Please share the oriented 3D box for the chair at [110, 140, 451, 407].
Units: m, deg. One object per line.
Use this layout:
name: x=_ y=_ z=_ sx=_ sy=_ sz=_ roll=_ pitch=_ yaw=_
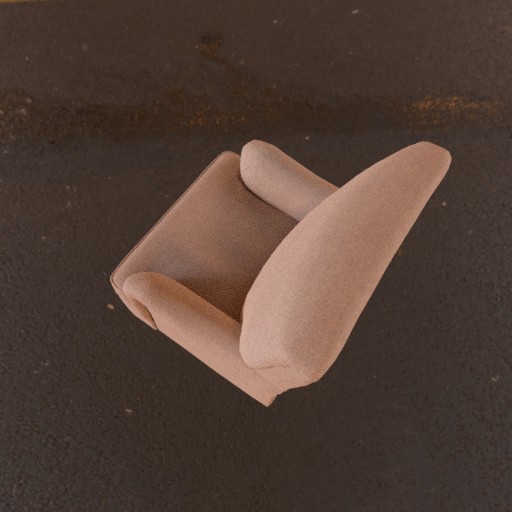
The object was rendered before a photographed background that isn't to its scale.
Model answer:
chair: x=0.000 y=0.000 z=1.818 sx=0.953 sy=1.119 sz=0.879 roll=31 pitch=67 yaw=15
